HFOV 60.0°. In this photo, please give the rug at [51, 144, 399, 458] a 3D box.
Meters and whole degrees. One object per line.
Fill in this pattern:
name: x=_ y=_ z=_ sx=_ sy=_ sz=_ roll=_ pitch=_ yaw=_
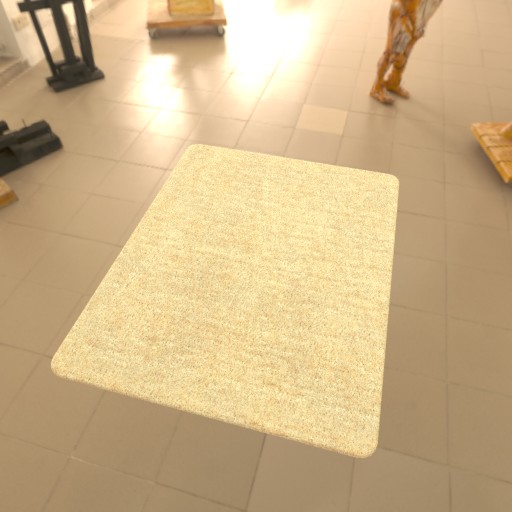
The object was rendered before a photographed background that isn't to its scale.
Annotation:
rug: x=0.000 y=0.000 z=3.360 sx=2.009 sy=0.048 sz=2.528 roll=11 pitch=49 yaw=10
